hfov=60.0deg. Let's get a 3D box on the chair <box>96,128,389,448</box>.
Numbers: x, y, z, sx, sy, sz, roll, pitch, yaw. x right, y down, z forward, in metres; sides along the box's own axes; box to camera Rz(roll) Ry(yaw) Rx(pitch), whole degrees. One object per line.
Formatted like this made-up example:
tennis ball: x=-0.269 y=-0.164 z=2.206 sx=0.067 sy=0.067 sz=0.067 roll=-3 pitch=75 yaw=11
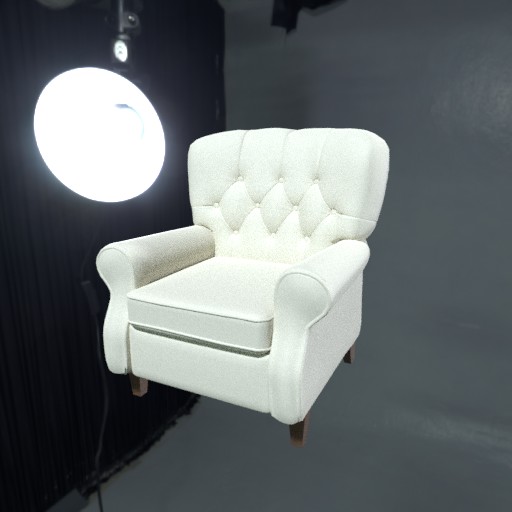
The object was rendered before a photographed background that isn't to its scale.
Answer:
chair: x=0.000 y=0.000 z=2.048 sx=1.035 sy=1.169 sz=1.132 roll=7 pitch=15 yaw=26
